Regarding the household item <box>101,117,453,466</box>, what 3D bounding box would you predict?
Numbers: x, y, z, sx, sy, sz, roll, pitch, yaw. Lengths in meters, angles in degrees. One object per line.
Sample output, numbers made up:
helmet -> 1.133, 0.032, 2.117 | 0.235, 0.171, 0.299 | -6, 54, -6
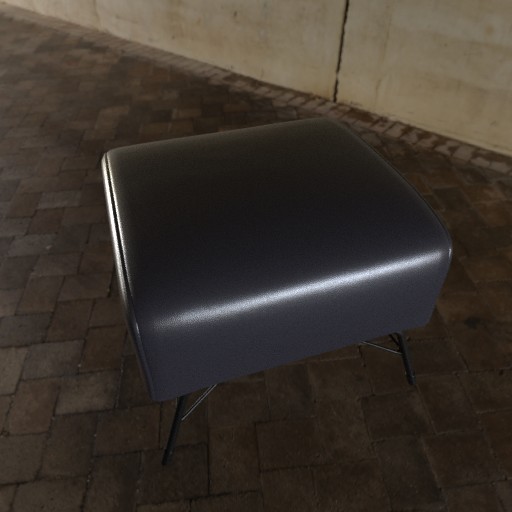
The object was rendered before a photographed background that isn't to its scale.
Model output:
household item -> 0.000, 0.000, 0.901 | 0.530, 0.410, 0.530 | -13, 43, -14
